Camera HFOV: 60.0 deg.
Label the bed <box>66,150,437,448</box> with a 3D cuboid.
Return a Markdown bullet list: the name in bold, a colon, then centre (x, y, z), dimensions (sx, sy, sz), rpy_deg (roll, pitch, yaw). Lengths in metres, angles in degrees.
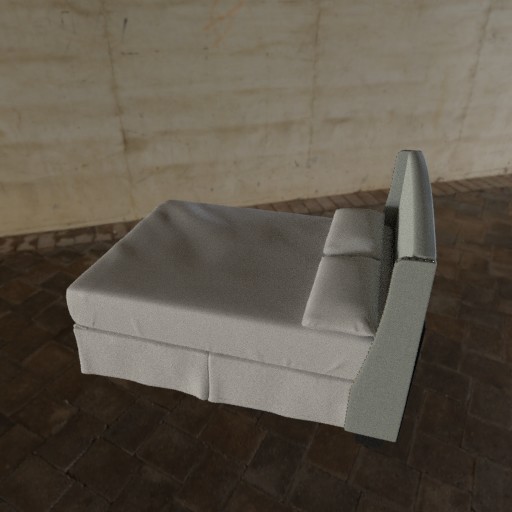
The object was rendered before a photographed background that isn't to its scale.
- **bed**: centre (0.000, 0.000, 3.253), dimensions (2.237, 1.407, 1.710), rpy_deg (8, 32, 13)
